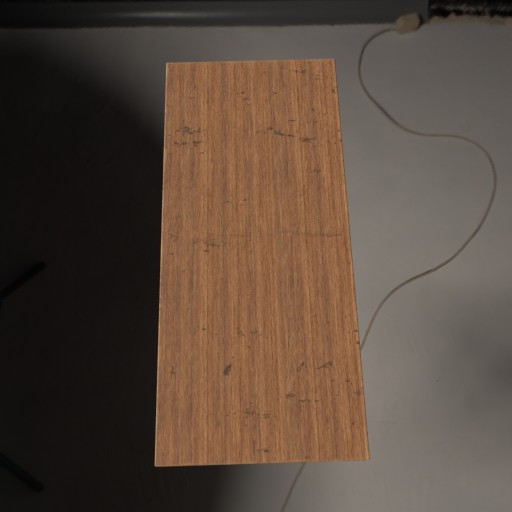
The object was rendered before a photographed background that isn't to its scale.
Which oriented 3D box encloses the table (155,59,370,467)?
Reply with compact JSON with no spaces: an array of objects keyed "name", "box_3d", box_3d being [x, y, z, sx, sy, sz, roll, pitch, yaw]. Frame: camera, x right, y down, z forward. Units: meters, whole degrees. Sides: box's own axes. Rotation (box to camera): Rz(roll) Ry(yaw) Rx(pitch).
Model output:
[{"name":"table","box_3d":[0.000,0.000,2.707,1.000,0.757,2.200,-2,75,0]}]
